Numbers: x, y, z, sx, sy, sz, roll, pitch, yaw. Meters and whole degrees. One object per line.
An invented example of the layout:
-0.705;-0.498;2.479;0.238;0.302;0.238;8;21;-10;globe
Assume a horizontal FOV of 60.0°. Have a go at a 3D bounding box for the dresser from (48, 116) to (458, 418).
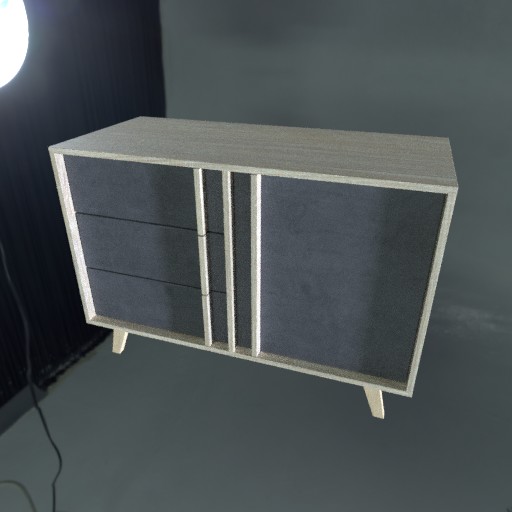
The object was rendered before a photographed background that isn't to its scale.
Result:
0.000;0.000;1.525;1.110;0.780;0.500;9;29;16;dresser
